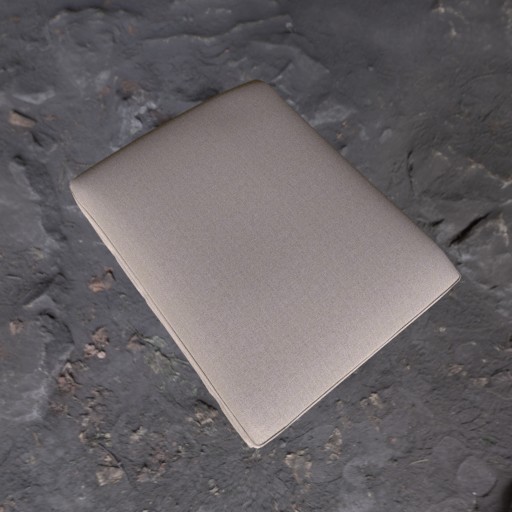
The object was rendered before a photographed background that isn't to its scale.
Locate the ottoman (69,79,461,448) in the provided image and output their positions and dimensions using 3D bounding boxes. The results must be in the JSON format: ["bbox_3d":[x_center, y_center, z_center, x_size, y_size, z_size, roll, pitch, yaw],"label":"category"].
[{"bbox_3d":[0.000,0.000,1.047,0.541,0.463,0.684,-34,70,-15],"label":"ottoman"}]
